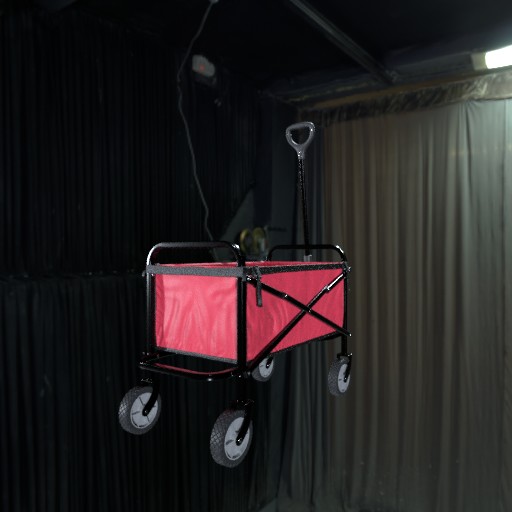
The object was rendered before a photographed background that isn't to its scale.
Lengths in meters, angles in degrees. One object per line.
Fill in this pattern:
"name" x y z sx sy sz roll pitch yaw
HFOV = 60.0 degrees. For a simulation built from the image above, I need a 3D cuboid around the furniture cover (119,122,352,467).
"furniture cover" 0.000 0.000 1.863 0.532 1.295 1.038 0 1 35
